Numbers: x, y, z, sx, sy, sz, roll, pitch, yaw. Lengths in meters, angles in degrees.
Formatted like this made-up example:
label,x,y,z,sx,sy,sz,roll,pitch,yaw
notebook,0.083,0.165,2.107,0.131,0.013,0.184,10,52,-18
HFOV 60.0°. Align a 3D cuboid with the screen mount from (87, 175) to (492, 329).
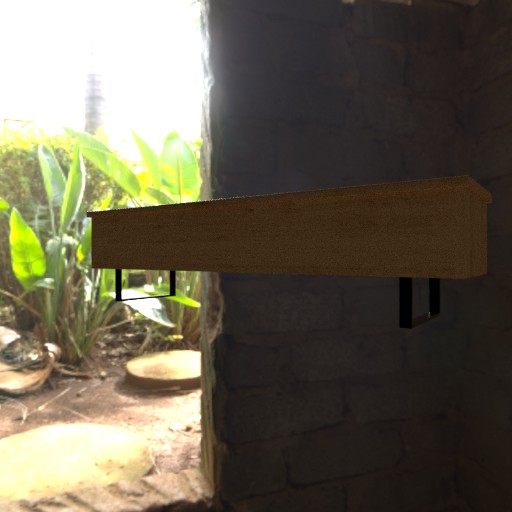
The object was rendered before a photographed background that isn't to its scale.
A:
label,x,y,z,sx,sy,sz,roll,pitch,yaw
screen mount,0.000,0.000,1.853,1.700,0.430,0.450,0,0,35
